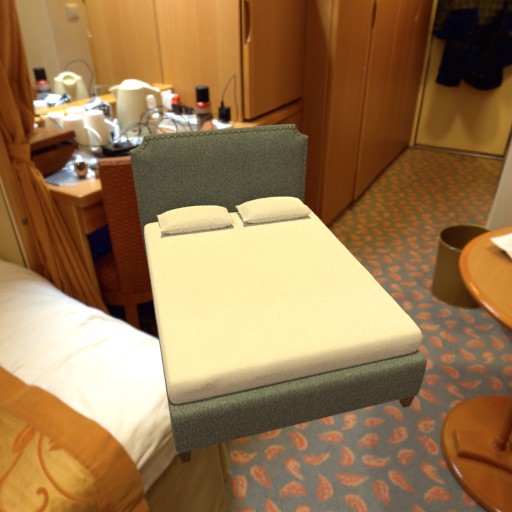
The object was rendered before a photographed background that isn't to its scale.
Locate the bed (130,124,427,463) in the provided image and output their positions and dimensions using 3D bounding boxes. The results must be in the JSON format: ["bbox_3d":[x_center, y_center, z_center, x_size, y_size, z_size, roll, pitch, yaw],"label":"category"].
[{"bbox_3d":[0.000,0.000,3.548,1.712,1.443,2.372,-8,32,-14],"label":"bed"}]
